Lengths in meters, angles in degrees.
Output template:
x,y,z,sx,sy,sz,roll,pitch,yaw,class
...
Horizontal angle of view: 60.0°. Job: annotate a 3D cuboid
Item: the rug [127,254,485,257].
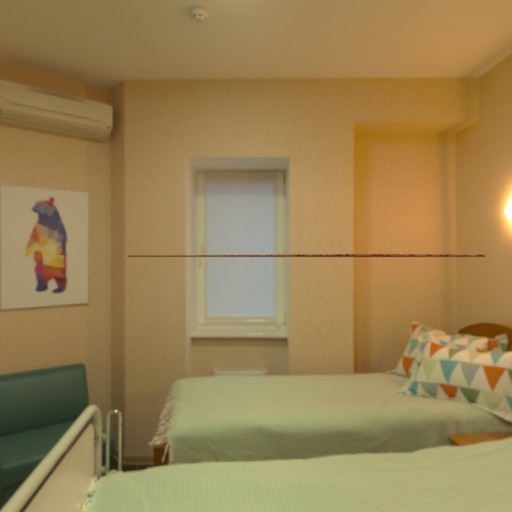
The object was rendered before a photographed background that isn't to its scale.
x,y,z,sx,sy,sz,roll,pitch,yaw,class
0.000,0.000,2.728,0.750,0.011,2.435,0,0,-36,rug
